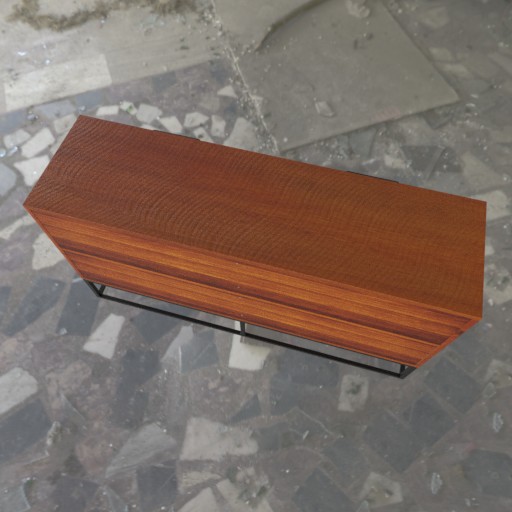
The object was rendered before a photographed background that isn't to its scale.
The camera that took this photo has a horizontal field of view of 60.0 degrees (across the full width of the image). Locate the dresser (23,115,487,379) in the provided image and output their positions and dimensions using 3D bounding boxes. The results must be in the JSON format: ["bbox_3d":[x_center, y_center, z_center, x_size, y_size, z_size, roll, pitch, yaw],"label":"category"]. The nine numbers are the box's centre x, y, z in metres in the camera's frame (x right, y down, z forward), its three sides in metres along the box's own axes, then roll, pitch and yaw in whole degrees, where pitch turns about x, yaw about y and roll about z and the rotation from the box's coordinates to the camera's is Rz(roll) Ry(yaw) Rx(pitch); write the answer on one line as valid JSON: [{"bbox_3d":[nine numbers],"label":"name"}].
[{"bbox_3d":[0.000,0.000,1.885,1.536,0.810,0.464,14,63,7],"label":"dresser"}]
